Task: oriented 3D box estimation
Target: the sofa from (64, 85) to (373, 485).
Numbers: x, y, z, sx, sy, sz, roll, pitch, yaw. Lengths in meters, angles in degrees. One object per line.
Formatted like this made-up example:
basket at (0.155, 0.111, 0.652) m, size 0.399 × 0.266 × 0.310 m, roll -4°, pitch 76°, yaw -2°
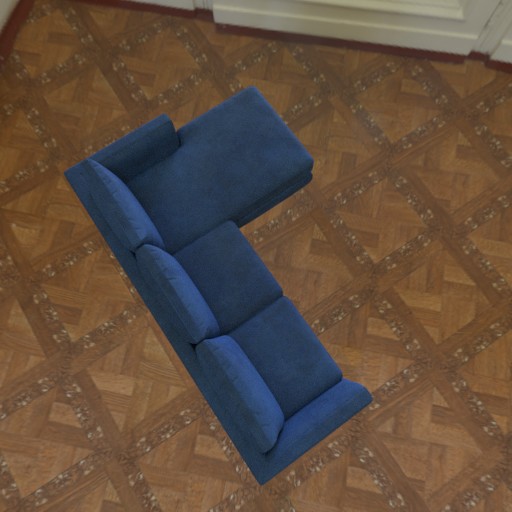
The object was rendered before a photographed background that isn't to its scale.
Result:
sofa at (0.000, 0.000, 3.199) m, size 1.622 × 0.987 × 2.438 m, roll -34°, pitch 77°, yaw -9°
